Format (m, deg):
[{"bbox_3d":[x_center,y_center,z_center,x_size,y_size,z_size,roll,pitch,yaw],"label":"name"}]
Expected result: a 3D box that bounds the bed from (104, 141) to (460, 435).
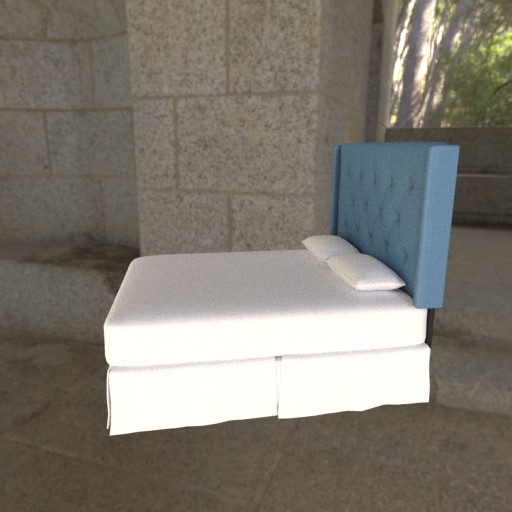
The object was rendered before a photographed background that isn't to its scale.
[{"bbox_3d":[0.000,0.000,3.341,2.078,1.665,1.719,-2,14,-9],"label":"bed"}]
